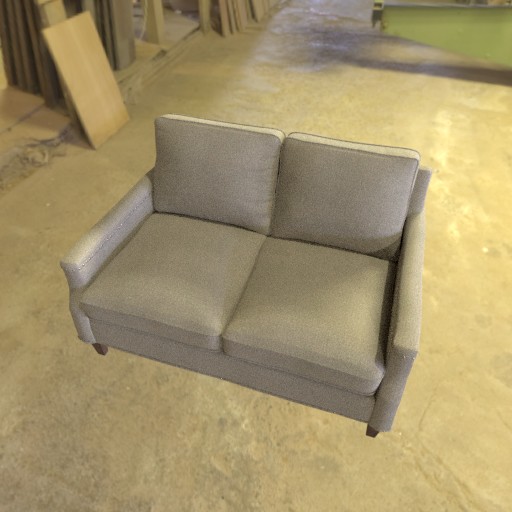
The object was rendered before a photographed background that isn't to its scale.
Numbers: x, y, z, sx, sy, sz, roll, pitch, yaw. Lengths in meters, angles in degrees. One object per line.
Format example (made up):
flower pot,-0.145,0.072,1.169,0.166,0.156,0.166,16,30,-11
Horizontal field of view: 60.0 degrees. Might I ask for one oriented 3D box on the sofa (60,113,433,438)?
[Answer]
sofa,0.000,0.000,2.236,1.597,1.003,1.084,13,44,14
